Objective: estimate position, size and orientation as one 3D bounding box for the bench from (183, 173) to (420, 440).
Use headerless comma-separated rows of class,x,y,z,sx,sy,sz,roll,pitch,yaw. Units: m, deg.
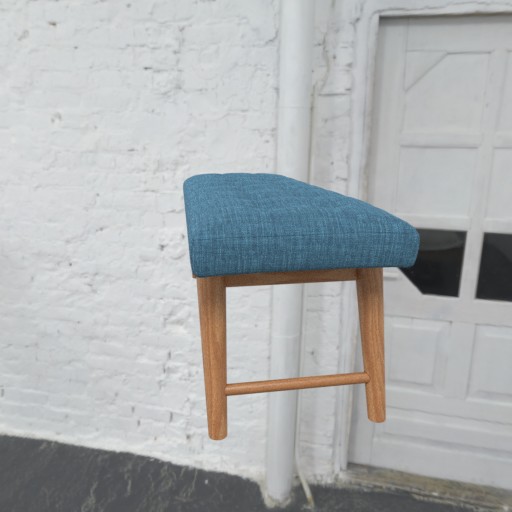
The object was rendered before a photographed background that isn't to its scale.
bench,0.000,0.000,1.319,0.406,0.432,1.118,-2,15,-9
